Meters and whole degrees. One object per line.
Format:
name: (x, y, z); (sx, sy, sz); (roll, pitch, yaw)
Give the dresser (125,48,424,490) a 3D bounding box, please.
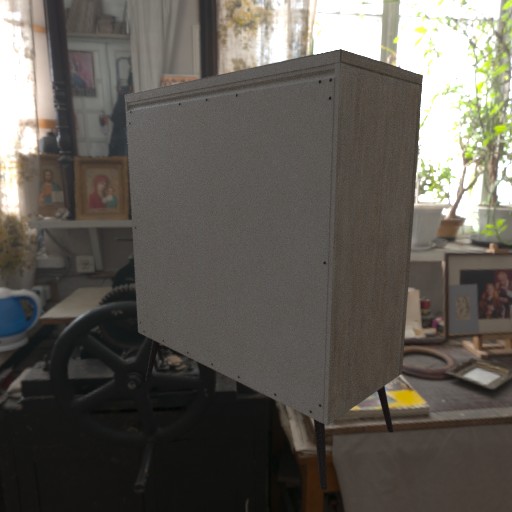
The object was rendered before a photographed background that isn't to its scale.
dresser: (0.000, 0.000, 1.682); (1.016, 1.219, 0.457); (11, 16, 44)
